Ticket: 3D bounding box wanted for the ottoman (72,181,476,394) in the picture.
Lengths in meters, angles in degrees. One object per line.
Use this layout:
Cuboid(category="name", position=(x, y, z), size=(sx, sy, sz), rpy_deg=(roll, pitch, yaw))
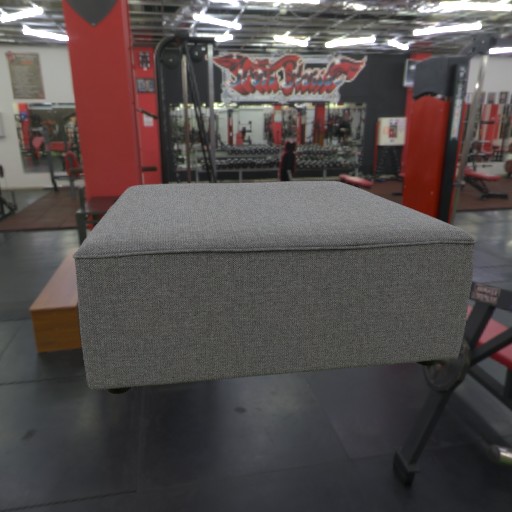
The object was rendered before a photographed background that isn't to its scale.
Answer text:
Cuboid(category="ottoman", position=(0.000, 0.000, 1.578), size=(1.023, 0.423, 1.017), rpy_deg=(-2, 17, -8))
